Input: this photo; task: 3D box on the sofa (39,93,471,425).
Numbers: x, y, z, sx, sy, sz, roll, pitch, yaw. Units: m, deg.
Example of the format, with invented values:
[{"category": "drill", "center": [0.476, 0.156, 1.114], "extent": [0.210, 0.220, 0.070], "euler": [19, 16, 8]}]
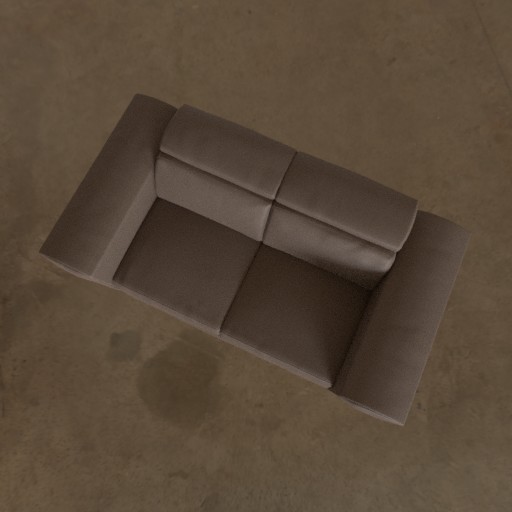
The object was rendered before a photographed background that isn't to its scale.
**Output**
[{"category": "sofa", "center": [0.000, 0.000, 2.368], "extent": [1.895, 0.779, 1.003], "euler": [24, 76, 6]}]
